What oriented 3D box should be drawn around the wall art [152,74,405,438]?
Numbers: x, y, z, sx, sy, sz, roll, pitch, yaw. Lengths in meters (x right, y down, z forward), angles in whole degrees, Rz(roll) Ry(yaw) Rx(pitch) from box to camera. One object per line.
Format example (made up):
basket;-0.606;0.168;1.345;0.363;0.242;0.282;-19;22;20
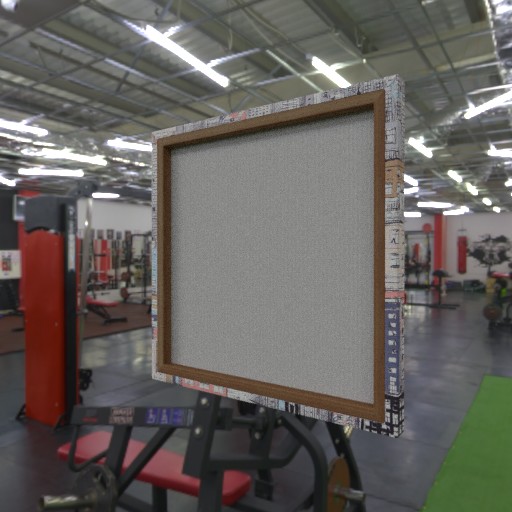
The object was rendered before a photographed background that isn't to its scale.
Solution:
wall art;0.000;0.000;1.163;0.761;0.762;0.048;0;0;36
